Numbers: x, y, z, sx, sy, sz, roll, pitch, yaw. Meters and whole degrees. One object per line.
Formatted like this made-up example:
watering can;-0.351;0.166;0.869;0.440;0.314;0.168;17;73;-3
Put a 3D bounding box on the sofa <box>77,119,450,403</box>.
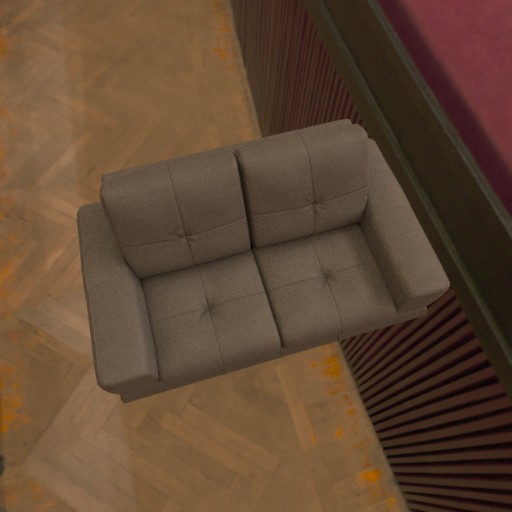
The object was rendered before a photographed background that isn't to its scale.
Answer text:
sofa;0.000;0.000;2.392;1.806;0.907;1.018;-15;65;-7
